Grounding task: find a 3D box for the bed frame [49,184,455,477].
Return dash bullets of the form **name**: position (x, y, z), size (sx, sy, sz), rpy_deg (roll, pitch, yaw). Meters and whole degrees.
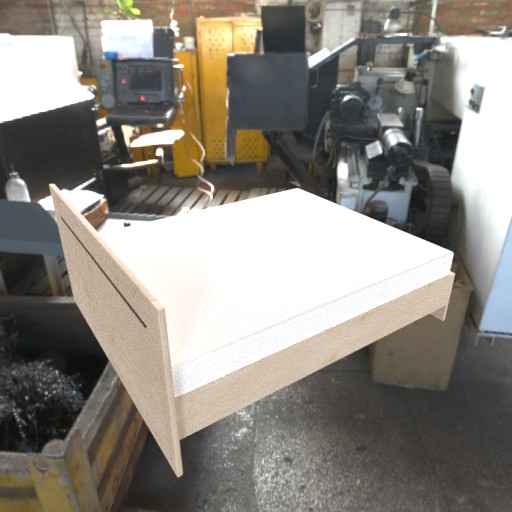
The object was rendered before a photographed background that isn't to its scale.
- **bed frame**: position (0.000, 0.000, 2.983), size (2.080, 0.900, 1.800), rpy_deg (-17, 31, -30)
